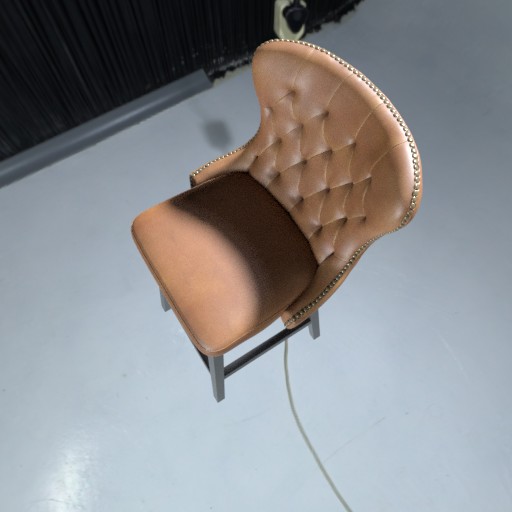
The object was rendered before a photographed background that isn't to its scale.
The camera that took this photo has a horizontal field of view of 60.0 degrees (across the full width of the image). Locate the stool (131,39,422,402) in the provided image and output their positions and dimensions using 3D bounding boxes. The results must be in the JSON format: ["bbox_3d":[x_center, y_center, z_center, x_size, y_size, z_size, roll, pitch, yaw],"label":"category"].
[{"bbox_3d":[0.000,0.000,1.266,0.593,0.971,0.528,-30,68,-14],"label":"stool"}]
